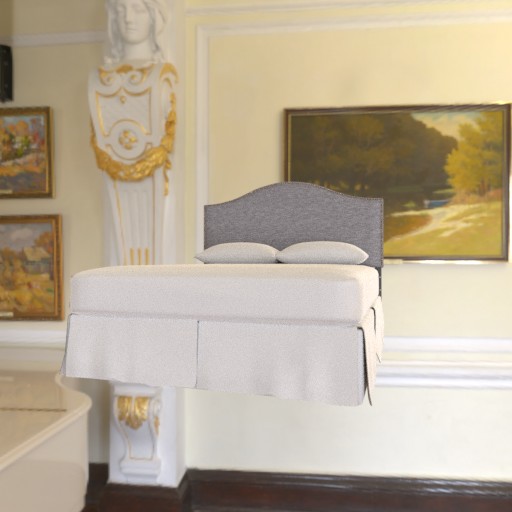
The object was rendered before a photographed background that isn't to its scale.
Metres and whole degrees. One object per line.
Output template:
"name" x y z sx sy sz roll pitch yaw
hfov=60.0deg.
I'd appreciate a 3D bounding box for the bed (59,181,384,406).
"bed" 0.000 0.000 2.959 1.610 1.295 1.870 0 -1 18
